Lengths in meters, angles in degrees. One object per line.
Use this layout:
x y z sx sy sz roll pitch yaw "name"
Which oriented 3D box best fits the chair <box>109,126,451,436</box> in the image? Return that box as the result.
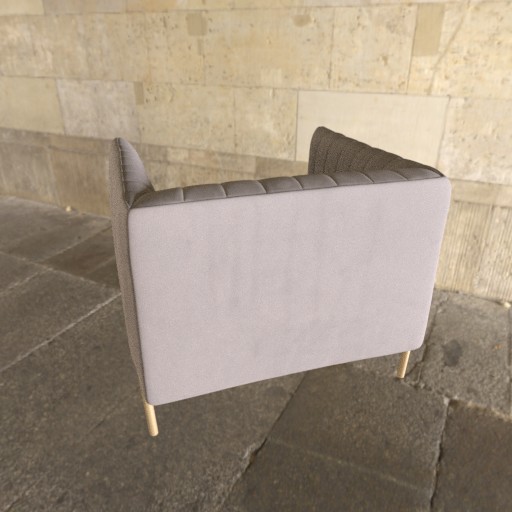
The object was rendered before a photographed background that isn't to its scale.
0.000 0.000 1.640 0.981 0.779 0.873 -8 27 -16 "chair"
